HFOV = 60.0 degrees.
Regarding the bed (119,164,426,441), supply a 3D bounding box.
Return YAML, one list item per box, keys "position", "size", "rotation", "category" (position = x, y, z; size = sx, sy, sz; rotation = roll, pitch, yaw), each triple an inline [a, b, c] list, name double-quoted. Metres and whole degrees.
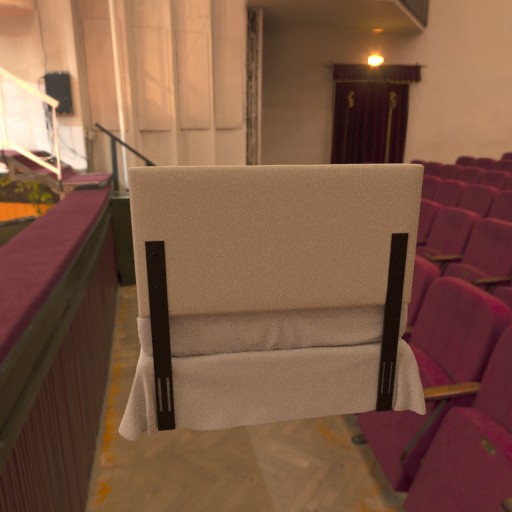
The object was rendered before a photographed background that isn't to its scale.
- position: [0.000, 0.000, 3.551]
  size: [1.936, 1.577, 2.222]
  rotation: [-2, 16, -8]
  category: "bed"
